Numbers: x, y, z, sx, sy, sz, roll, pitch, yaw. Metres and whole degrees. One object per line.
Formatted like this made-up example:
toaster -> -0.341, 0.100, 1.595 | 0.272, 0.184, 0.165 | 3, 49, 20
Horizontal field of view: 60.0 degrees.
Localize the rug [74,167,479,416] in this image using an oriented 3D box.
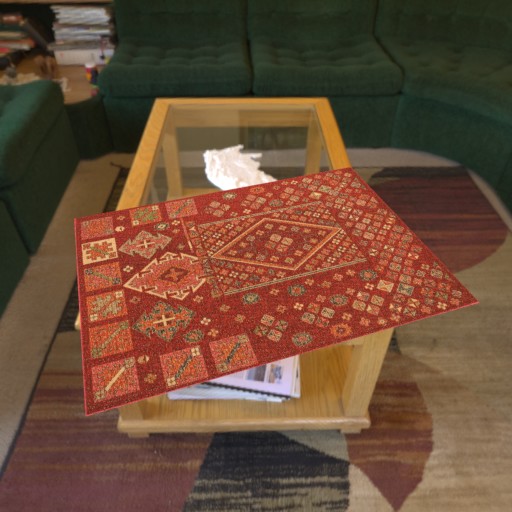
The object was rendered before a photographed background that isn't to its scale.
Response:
rug -> 0.000, 0.000, 4.310 | 3.306, 0.011, 2.389 | -13, 44, -14
